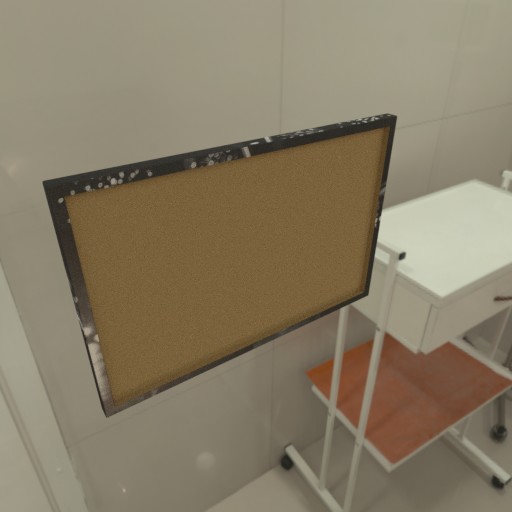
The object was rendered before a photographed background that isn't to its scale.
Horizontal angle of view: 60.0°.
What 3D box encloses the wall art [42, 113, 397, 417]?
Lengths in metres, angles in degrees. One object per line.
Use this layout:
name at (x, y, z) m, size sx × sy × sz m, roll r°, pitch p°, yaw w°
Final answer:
wall art at (0.000, 0.000, 1.168) m, size 0.914 × 0.609 × 0.038 m, roll -19°, pitch 36°, yaw -29°
